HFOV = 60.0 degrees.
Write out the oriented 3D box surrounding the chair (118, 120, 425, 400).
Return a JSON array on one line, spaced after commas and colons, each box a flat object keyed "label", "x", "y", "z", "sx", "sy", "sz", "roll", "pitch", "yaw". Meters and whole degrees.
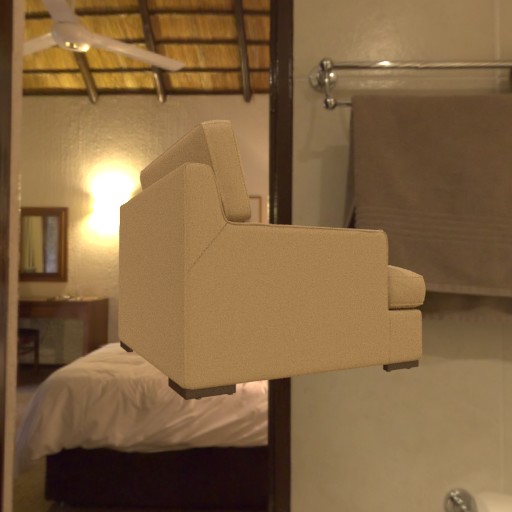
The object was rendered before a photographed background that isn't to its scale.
[{"label": "chair", "x": 0.000, "y": 0.000, "z": 2.230, "sx": 1.274, "sy": 1.005, "sz": 1.293, "roll": 1, "pitch": -2, "yaw": -35}]
